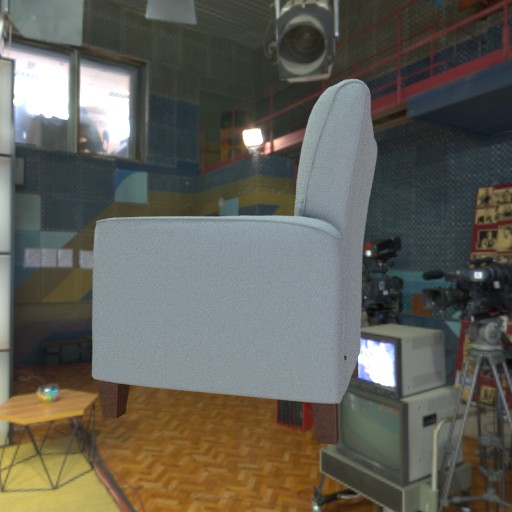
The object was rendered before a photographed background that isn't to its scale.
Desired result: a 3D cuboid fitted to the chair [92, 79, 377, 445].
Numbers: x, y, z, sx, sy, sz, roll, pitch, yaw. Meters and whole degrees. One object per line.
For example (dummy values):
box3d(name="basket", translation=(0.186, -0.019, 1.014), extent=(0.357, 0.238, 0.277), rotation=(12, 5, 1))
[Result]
box3d(name="chair", translation=(0.000, 0.000, 1.624), extent=(0.846, 1.007, 0.853), rotation=(0, -1, 17))
